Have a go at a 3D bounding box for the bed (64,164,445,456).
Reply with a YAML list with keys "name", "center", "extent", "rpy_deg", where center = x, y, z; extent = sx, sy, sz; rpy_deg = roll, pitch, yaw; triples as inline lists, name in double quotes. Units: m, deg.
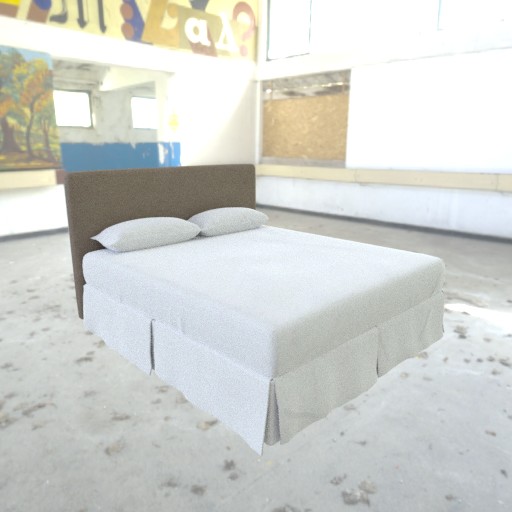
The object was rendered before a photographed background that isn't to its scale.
- name: "bed"
  center: [0.000, 0.000, 3.529]
  extent: [2.119, 1.317, 2.341]
  rpy_deg: [-14, 20, -43]
